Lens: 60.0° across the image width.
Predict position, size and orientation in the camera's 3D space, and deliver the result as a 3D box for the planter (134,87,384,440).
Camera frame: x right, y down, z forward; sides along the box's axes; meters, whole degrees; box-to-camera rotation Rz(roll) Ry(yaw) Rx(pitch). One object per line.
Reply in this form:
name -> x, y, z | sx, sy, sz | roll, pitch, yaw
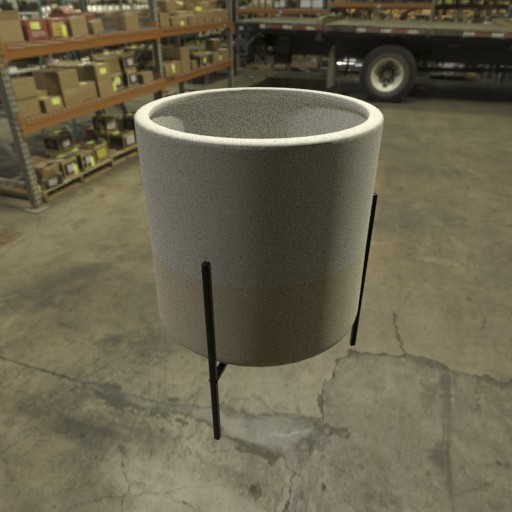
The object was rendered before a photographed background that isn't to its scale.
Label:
planter -> 0.000, 0.000, 0.660 | 0.313, 0.423, 0.335 | 10, 32, 16
